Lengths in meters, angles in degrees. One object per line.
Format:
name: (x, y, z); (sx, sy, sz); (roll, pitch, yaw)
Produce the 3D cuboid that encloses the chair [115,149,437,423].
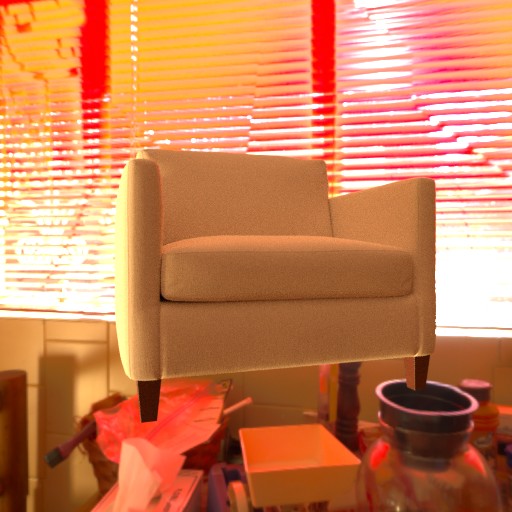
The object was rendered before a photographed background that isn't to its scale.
chair: (0.000, 0.000, 1.695); (1.019, 0.885, 0.878); (0, 0, -19)
